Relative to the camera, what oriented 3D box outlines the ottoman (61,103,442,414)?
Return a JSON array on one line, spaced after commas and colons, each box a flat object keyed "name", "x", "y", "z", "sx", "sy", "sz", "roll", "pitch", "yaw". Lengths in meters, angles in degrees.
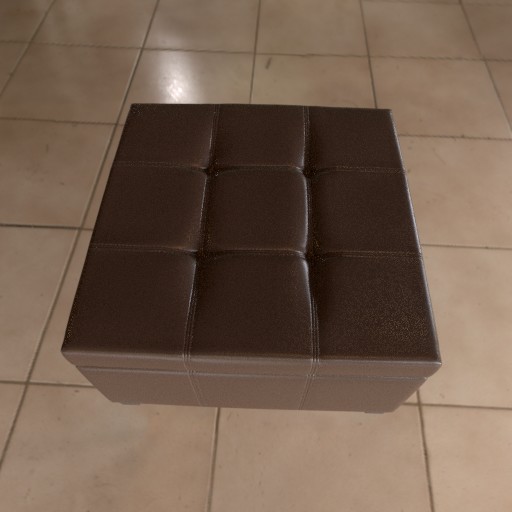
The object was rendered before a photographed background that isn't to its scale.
[{"name": "ottoman", "x": 0.000, "y": 0.000, "z": 1.275, "sx": 0.787, "sy": 0.460, "sz": 0.788, "roll": 2, "pitch": 57, "yaw": 1}]
